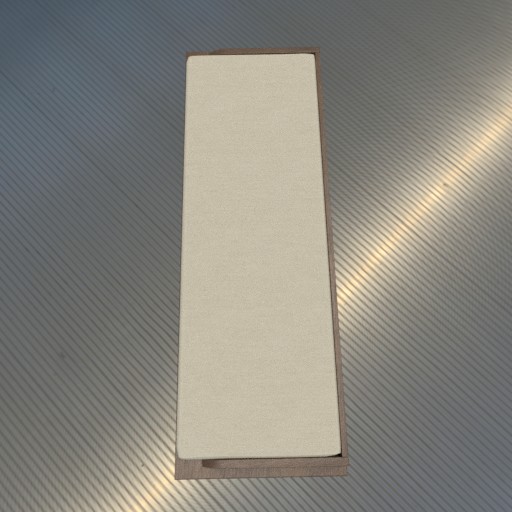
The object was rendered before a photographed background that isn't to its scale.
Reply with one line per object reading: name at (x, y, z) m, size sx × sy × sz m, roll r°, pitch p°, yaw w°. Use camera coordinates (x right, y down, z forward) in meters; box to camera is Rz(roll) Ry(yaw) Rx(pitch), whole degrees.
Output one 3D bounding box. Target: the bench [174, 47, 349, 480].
bench at (0.000, 0.000, 1.382) m, size 0.402 × 0.501 × 1.185 m, roll -1°, pitch 74°, yaw 0°
